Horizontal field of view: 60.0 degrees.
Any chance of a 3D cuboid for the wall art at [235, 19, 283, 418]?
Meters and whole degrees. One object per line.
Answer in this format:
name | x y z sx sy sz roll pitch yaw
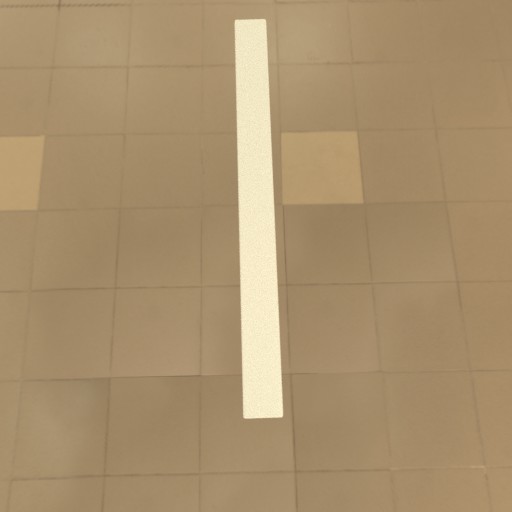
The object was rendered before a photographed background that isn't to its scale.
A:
wall art | 0.000 0.000 0.531 0.028 0.381 0.331 -2 75 0
